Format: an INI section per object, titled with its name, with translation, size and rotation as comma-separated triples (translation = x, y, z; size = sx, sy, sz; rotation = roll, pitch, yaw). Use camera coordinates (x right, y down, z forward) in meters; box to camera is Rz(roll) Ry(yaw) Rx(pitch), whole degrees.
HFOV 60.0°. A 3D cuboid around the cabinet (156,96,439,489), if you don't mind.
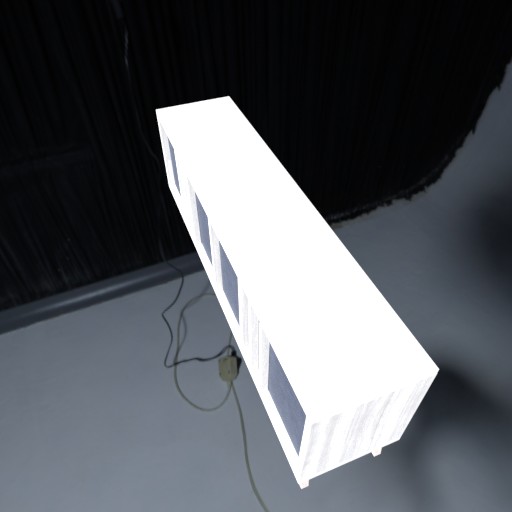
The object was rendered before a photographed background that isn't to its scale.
[cabinet]
translation = 0.000, 0.000, 2.463
size = 0.499, 0.779, 2.198
rotation = -16, 48, -15
